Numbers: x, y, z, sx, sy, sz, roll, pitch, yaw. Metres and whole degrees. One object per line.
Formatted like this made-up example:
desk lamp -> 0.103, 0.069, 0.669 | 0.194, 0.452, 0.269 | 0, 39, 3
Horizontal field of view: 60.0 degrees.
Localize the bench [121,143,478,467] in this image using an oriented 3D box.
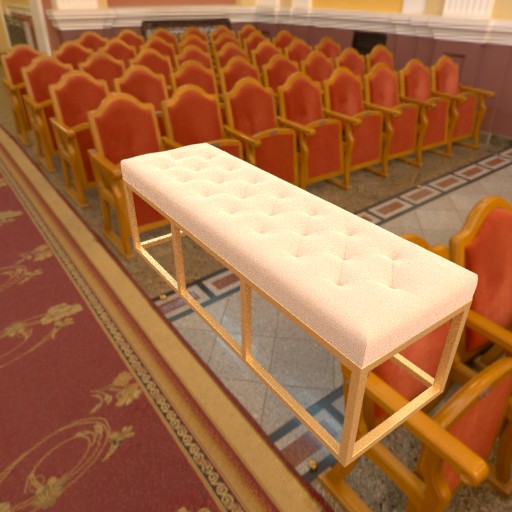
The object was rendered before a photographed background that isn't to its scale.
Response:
bench -> 0.000, 0.000, 1.723 | 0.457, 0.484, 1.473 | -21, 37, -30
